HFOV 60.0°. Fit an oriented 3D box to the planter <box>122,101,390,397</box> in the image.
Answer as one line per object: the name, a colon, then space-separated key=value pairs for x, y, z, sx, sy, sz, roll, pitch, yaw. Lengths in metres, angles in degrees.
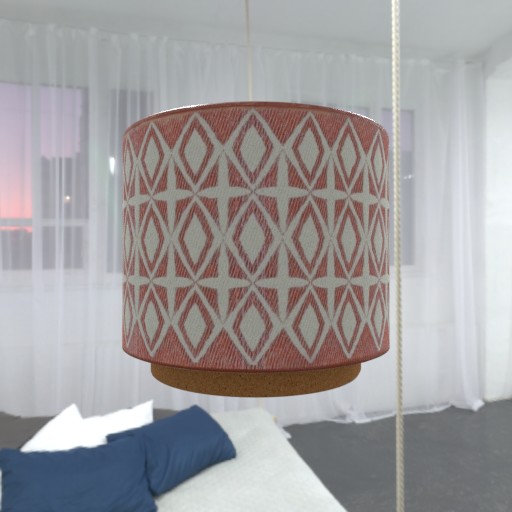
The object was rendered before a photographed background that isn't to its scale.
planter: x=0.000 y=0.000 z=0.474 sx=0.273 sy=0.237 sz=0.273 roll=0 pitch=0 yaw=0
